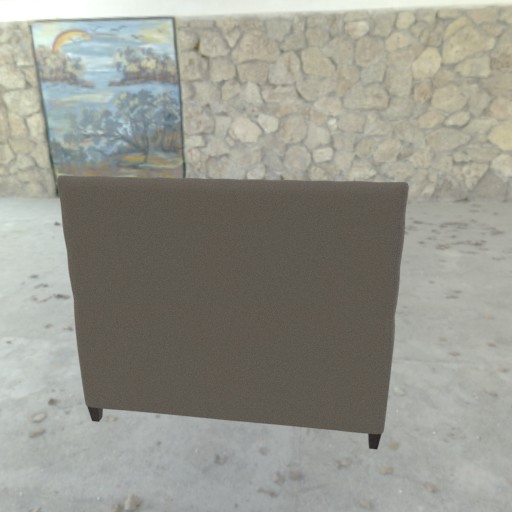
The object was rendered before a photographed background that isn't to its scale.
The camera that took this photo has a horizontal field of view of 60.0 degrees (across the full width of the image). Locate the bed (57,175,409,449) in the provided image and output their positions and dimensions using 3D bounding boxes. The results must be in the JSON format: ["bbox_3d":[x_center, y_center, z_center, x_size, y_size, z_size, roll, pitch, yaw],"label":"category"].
[{"bbox_3d":[0.000,0.000,3.303,1.696,1.426,2.233,2,18,8],"label":"bed"}]
